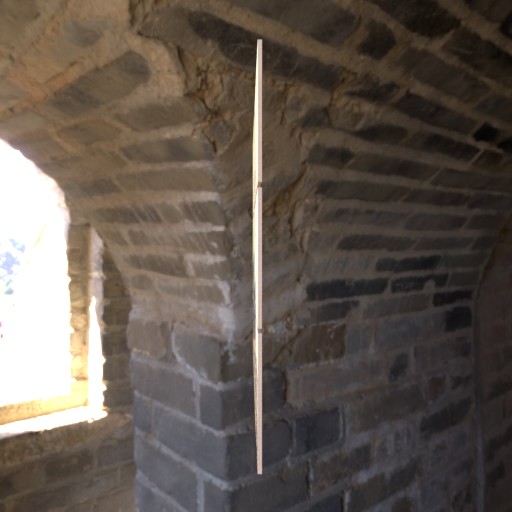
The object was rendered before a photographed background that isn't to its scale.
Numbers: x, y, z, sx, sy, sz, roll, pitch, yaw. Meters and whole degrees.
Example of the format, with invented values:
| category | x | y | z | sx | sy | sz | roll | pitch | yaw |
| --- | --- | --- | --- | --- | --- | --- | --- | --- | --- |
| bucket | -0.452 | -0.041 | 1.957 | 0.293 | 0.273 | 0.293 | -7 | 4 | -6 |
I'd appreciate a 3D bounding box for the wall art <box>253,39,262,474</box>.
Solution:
| category | x | y | z | sx | sy | sz | roll | pitch | yaw |
| --- | --- | --- | --- | --- | --- | --- | --- | --- | --- |
| wall art | 0.000 | 0.000 | 1.851 | 0.013 | 1.218 | 1.219 | 0 | 0 | -1 |
